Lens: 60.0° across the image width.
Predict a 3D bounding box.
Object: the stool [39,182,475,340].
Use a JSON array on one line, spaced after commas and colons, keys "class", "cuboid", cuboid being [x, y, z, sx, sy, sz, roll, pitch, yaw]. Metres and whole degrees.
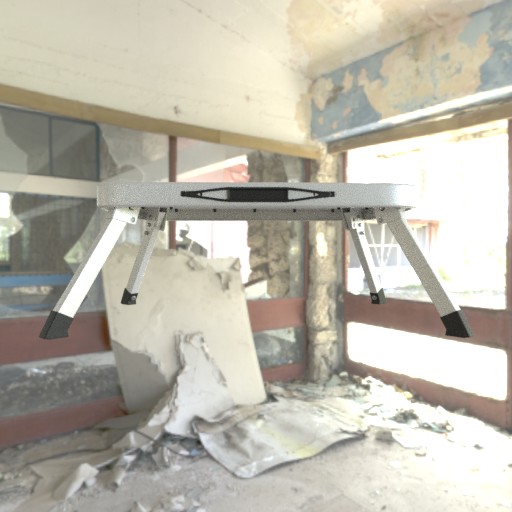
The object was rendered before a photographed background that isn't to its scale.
[{"class": "stool", "cuboid": [0.000, 0.000, 0.616, 0.460, 0.170, 0.320, 0, 1, -1]}]
